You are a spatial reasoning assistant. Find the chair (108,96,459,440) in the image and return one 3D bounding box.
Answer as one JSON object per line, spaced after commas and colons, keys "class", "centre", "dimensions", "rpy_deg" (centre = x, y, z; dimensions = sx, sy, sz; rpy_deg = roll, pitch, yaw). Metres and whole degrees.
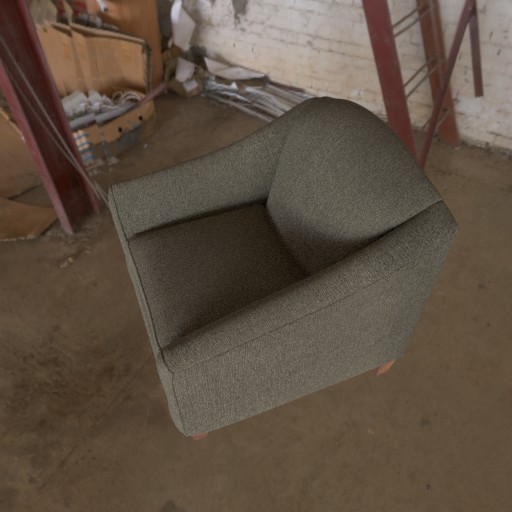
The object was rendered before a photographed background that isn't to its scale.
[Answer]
{"class": "chair", "centre": [0.000, 0.000, 1.429], "dimensions": [0.787, 0.839, 0.763], "rpy_deg": [-17, 48, -16]}
